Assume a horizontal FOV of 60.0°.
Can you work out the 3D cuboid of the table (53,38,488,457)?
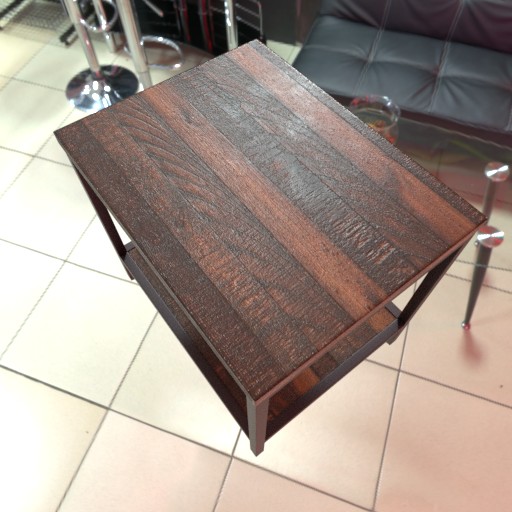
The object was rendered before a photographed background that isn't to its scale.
[{"bbox_3d":[0.000,0.000,1.106,0.524,0.612,0.678,-33,64,-19],"label":"table"}]
